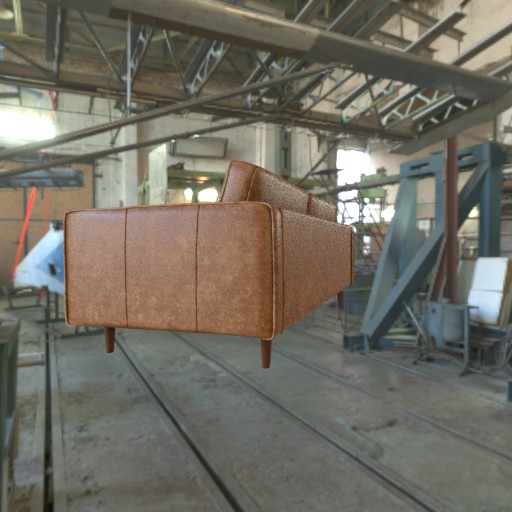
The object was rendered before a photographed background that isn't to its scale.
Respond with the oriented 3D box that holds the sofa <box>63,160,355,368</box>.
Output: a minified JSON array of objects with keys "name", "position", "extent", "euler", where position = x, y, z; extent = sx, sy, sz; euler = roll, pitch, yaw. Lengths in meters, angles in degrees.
[{"name":"sofa","position":[0.000,0.000,2.605],"extent":[0.886,0.779,2.199],"euler":[1,2,19]}]
